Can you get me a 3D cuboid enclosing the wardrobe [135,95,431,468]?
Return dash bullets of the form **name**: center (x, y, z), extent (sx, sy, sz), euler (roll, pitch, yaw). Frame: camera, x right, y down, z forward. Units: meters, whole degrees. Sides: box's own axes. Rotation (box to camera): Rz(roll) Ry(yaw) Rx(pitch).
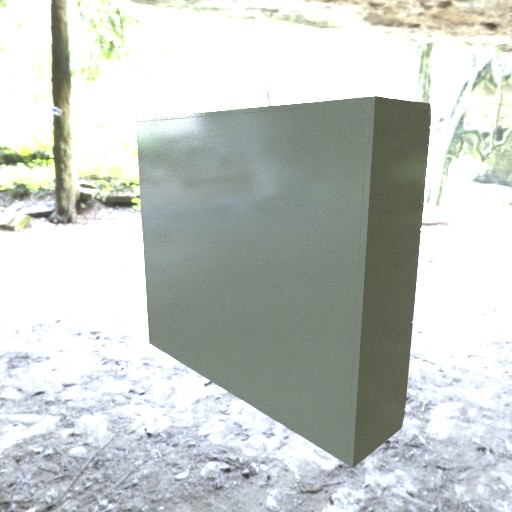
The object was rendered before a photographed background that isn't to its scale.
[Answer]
- **wardrobe**: center (0.000, 0.000, 1.946), extent (0.360, 1.200, 1.340), euler (-13, 19, -42)
